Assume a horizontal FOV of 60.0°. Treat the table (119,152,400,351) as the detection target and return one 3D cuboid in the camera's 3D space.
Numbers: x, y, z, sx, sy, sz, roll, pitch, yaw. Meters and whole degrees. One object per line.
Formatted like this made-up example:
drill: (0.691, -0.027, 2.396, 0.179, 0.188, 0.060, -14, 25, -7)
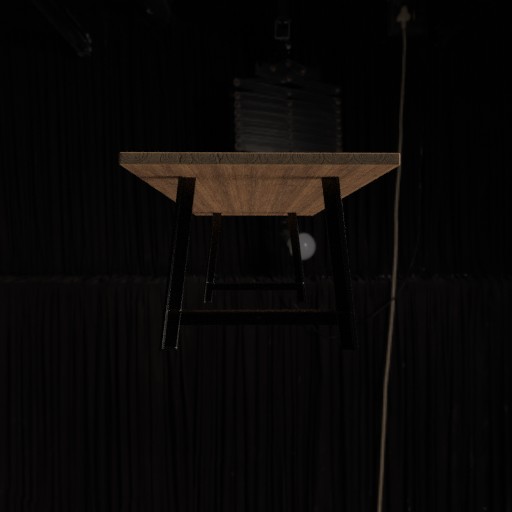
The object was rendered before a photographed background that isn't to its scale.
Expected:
table: (0.000, 0.000, 2.675, 1.000, 0.757, 2.200, 0, 1, -1)
